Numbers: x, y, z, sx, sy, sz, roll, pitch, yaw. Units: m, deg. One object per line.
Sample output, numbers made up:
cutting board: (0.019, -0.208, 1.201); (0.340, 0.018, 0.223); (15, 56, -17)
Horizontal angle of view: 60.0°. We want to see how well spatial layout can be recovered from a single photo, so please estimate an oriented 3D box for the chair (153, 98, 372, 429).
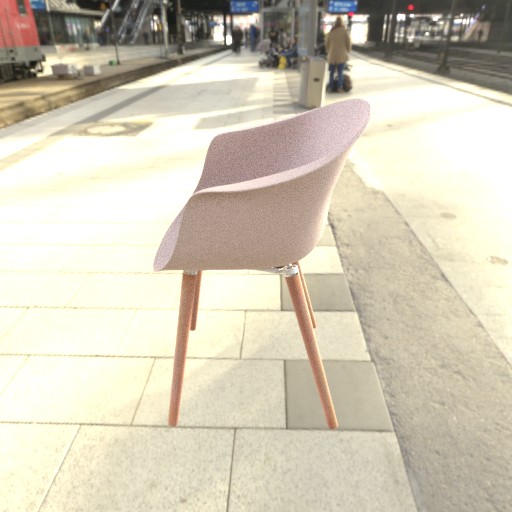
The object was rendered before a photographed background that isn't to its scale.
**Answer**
chair: (0.000, 0.000, 1.172); (0.504, 0.781, 0.593); (0, 27, 0)
